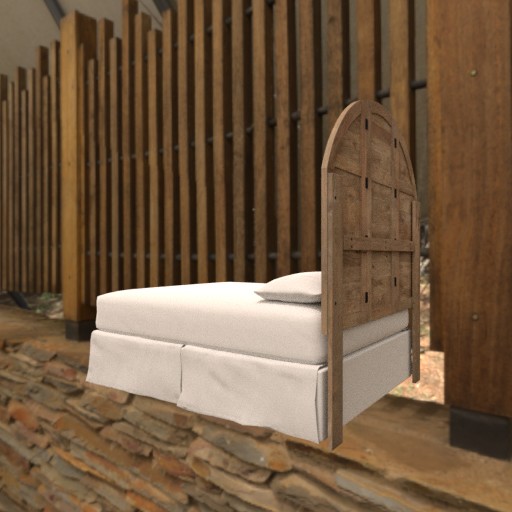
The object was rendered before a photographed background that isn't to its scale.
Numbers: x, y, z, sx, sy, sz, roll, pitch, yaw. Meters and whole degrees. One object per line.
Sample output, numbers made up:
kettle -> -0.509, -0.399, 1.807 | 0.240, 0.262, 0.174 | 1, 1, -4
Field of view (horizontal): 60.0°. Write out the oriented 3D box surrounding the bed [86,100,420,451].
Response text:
bed -> 0.000, 0.000, 3.538 | 2.112, 2.002, 1.713 | 0, 0, 36
